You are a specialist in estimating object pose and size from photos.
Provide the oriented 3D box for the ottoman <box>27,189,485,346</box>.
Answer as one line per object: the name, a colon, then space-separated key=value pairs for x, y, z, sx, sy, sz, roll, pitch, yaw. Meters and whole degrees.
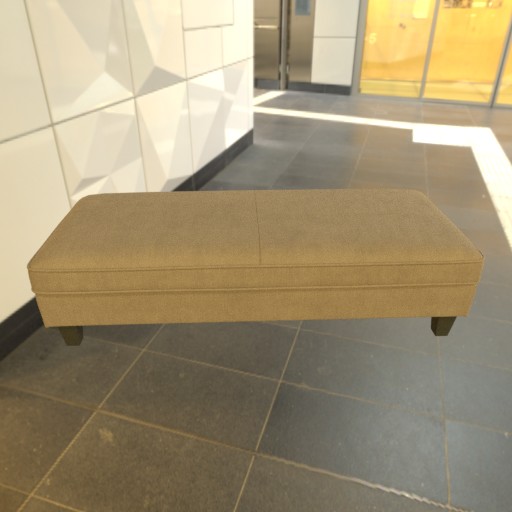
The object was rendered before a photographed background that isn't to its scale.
ottoman: x=0.000 y=0.000 z=2.052 sx=1.764 sy=0.470 sz=0.751 roll=-1 pitch=30 yaw=-2
